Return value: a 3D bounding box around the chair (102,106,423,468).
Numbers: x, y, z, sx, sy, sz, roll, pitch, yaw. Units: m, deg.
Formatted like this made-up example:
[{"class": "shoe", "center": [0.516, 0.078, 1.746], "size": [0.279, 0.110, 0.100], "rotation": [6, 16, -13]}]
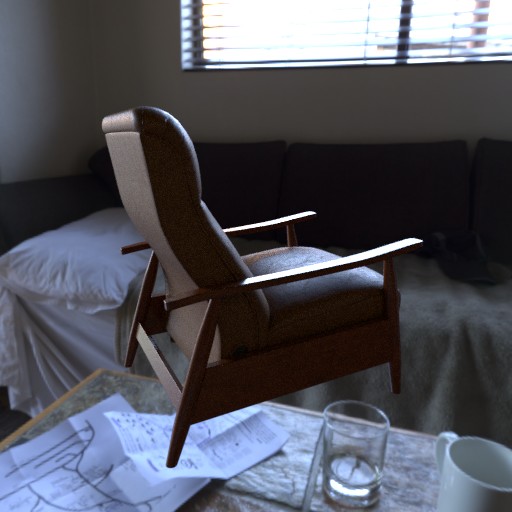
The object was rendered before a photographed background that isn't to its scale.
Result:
[{"class": "chair", "center": [0.000, 0.000, 1.766], "size": [1.014, 1.082, 0.762], "rotation": [-7, 17, -25]}]
